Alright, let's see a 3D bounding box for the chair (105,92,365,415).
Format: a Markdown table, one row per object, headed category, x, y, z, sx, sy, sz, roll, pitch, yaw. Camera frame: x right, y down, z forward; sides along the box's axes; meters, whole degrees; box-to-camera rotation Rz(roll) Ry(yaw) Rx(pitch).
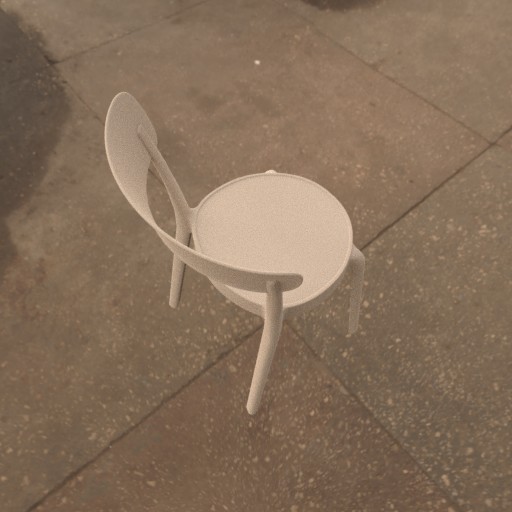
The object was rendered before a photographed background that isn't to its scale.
| category | x | y | z | sx | sy | sz | roll | pitch | yaw |
| --- | --- | --- | --- | --- | --- | --- | --- | --- | --- |
| chair | 0.000 | 0.000 | 1.099 | 0.491 | 0.790 | 0.506 | -33 | 63 | -19 |
